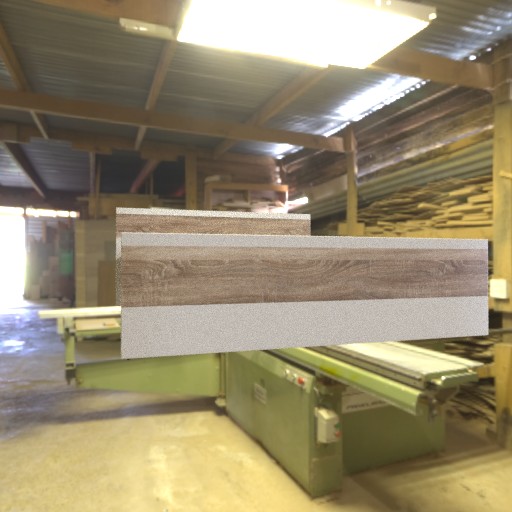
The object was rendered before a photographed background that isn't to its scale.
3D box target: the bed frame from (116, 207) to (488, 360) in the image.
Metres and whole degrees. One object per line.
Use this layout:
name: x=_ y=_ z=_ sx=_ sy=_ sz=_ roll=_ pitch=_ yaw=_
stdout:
bed frame: x=0.000 y=0.000 z=2.885 sx=1.720 sy=0.800 sz=2.060 roll=0 pitch=-1 yaw=-18
